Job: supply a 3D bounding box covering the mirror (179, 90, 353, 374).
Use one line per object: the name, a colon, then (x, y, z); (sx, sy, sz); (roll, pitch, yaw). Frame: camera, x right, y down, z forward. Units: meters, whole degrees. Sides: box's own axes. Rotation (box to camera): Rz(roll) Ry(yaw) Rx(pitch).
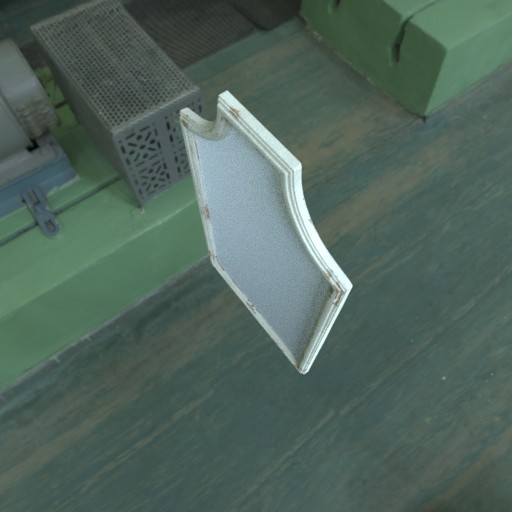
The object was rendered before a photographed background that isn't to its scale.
mirror: (0.000, 0.000, 0.867); (0.022, 0.717, 0.403); (-35, 69, -15)
